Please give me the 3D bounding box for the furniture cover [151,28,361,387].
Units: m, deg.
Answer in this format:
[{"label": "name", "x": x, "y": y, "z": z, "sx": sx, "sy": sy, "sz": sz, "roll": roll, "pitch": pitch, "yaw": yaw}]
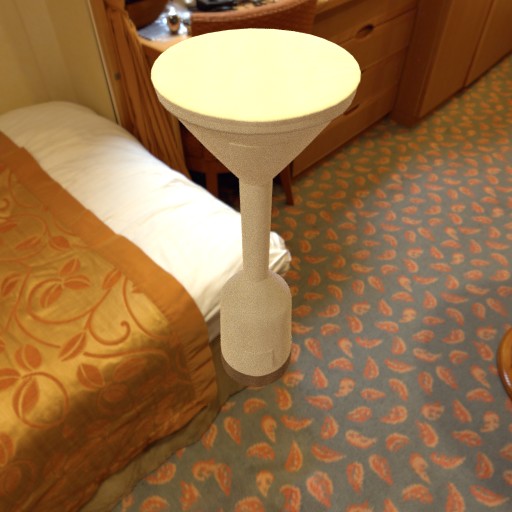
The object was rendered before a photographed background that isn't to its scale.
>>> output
[{"label": "furniture cover", "x": 0.000, "y": 0.000, "z": 2.814, "sx": 0.914, "sy": 2.413, "sz": 0.914, "roll": -3, "pitch": 46, "yaw": -2}]
